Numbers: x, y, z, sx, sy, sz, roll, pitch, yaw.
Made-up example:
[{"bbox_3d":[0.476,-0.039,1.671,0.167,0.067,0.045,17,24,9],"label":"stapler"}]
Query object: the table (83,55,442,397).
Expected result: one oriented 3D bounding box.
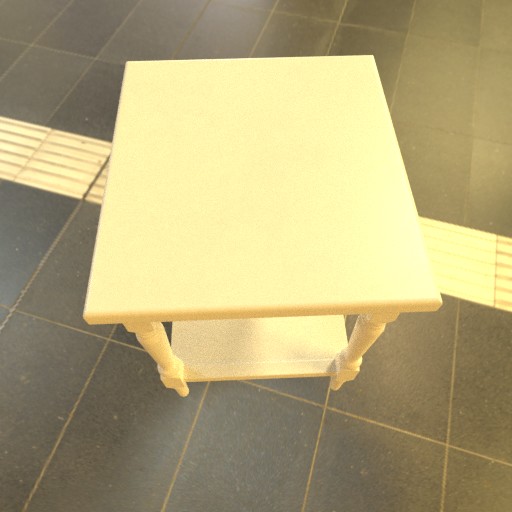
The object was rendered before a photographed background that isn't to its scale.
[{"bbox_3d":[0.000,0.000,0.906,0.442,0.565,0.488,-2,59,-1],"label":"table"}]
